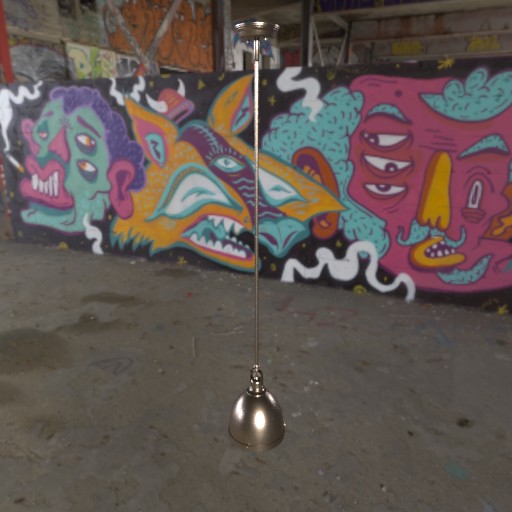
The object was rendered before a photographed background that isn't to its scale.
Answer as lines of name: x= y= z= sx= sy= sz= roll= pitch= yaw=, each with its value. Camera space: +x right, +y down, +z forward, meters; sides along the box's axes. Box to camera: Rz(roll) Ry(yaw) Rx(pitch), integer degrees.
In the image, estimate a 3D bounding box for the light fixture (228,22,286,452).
light fixture: x=0.000 y=0.000 z=1.465 sx=0.217 sy=1.367 sz=0.211 roll=15 pitch=22 yaw=42
